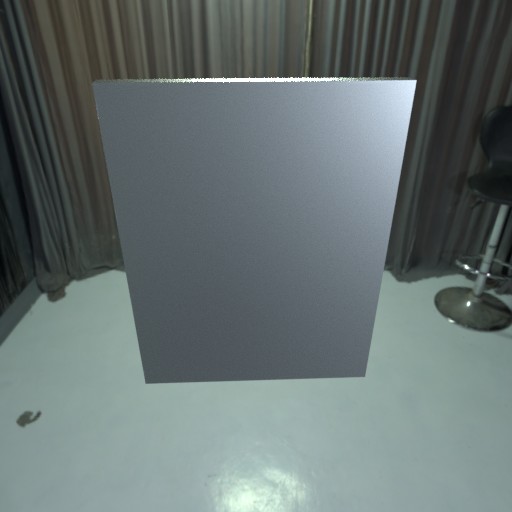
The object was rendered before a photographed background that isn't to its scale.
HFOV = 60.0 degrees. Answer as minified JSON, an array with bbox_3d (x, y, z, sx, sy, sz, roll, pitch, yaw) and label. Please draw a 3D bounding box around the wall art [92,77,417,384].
[{"bbox_3d":[0.000,0.000,0.761,0.444,0.569,0.025,-1,31,-2],"label":"wall art"}]
